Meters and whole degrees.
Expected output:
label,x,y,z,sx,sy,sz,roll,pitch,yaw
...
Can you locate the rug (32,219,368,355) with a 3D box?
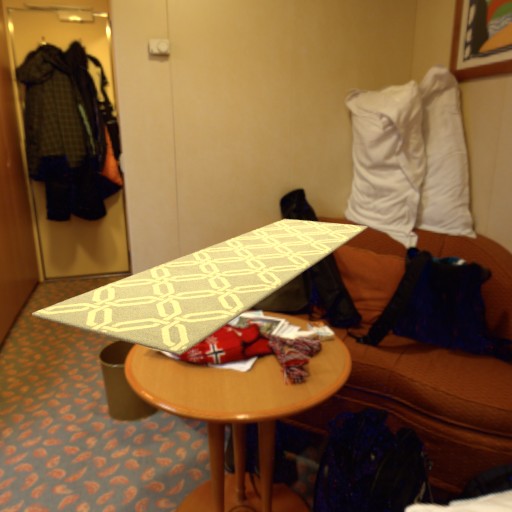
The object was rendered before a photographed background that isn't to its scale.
label,x,y,z,sx,sy,sz,roll,pitch,yaw
rug,0.000,0.000,2.453,0.678,0.014,2.276,8,16,27
